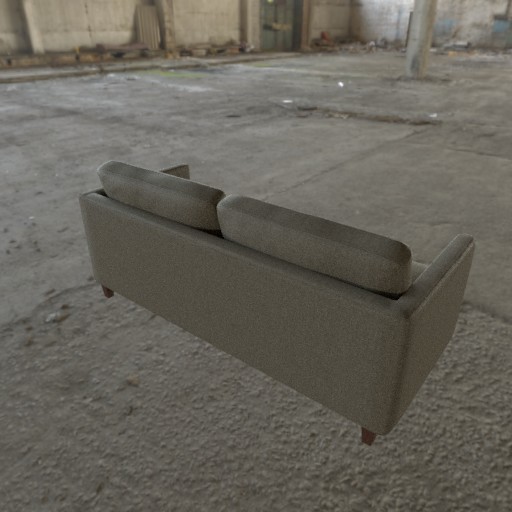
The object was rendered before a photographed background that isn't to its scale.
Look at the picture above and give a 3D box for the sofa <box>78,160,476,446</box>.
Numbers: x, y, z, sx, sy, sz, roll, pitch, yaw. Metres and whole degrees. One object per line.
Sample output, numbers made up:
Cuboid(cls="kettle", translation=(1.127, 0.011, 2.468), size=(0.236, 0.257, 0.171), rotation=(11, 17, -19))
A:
Cuboid(cls="sofa", translation=(0.000, 0.000, 2.675), size=(2.208, 0.960, 0.956), rotation=(20, 34, 33))
